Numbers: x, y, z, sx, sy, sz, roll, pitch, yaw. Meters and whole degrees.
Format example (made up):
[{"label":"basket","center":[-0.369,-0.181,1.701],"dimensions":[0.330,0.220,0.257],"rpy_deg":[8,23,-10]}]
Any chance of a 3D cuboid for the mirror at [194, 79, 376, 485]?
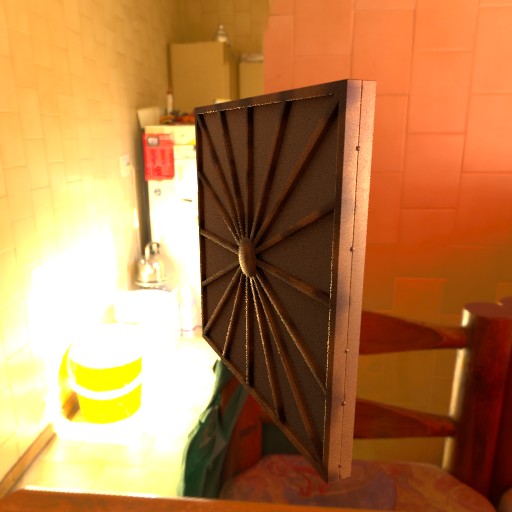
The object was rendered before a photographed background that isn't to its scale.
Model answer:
[{"label":"mirror","center":[0.000,0.000,0.754],"dimensions":[0.042,0.507,0.509],"rpy_deg":[-7,16,-25]}]
